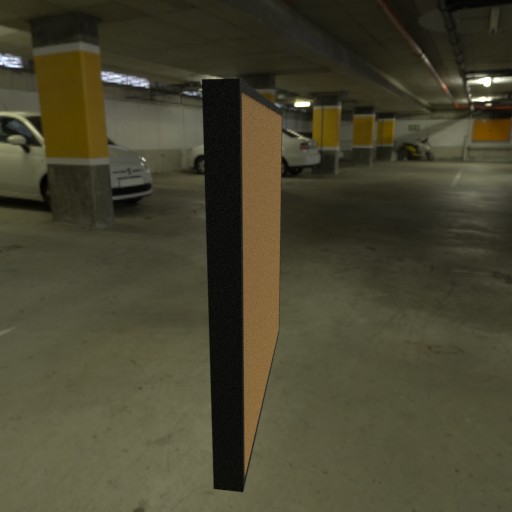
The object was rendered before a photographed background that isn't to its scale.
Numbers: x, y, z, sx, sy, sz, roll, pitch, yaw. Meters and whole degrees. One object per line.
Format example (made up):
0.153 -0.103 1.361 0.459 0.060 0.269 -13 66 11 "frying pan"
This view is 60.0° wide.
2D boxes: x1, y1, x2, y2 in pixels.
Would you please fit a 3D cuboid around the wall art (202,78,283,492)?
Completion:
0.000 0.000 0.764 0.040 0.509 0.509 2 15 8 "wall art"
